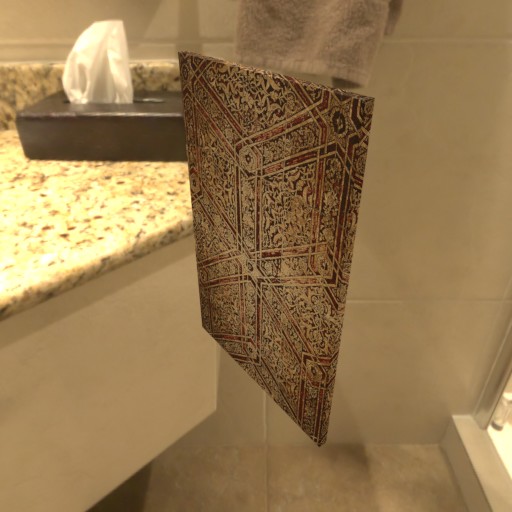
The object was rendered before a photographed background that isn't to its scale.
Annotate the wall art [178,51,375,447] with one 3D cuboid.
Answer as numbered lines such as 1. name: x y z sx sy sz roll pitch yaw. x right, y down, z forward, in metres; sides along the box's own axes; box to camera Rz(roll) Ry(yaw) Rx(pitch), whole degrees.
1. wall art: 0.000 0.000 0.762 0.020 0.599 0.397 -23 39 -31
